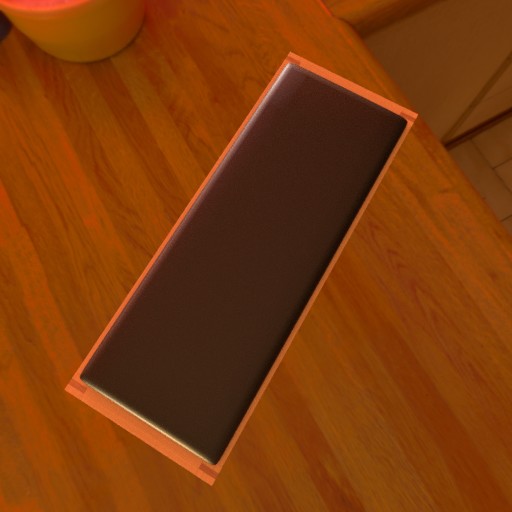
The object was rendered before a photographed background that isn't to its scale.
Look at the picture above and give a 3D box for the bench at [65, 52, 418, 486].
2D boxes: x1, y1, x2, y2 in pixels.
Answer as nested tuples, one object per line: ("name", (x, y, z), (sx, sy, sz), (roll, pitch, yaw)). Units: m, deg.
("bench", (0.000, 0.000, 1.414), (0.450, 0.430, 1.202), (29, 77, 8))
